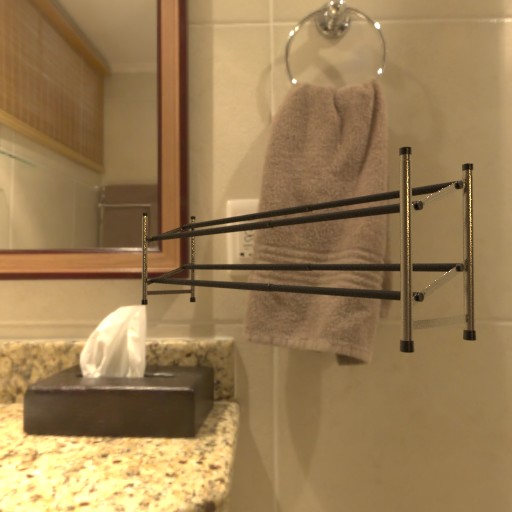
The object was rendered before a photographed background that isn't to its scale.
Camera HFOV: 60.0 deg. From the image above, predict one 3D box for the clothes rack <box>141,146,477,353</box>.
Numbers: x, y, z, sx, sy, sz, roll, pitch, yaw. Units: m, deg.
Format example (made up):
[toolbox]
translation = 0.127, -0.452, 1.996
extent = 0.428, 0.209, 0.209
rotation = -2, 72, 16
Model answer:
[clothes rack]
translation = 0.000, 0.000, 1.278
extent = 0.229, 0.349, 1.168
rotation = 1, -2, -36
